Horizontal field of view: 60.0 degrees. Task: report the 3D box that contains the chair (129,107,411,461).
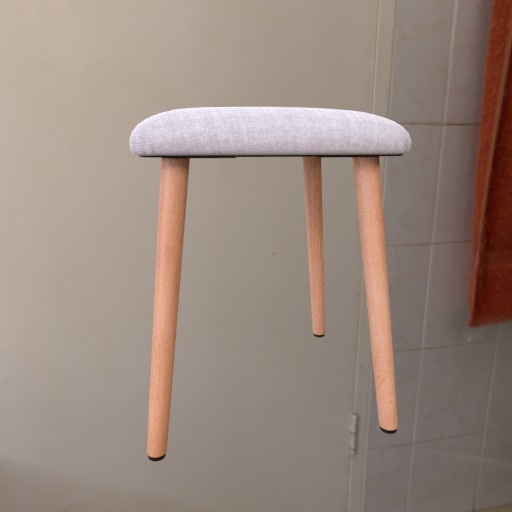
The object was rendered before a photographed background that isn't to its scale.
[{"bbox_3d":[0.000,0.000,0.701,0.350,0.440,0.350,-2,15,-10],"label":"chair"}]
